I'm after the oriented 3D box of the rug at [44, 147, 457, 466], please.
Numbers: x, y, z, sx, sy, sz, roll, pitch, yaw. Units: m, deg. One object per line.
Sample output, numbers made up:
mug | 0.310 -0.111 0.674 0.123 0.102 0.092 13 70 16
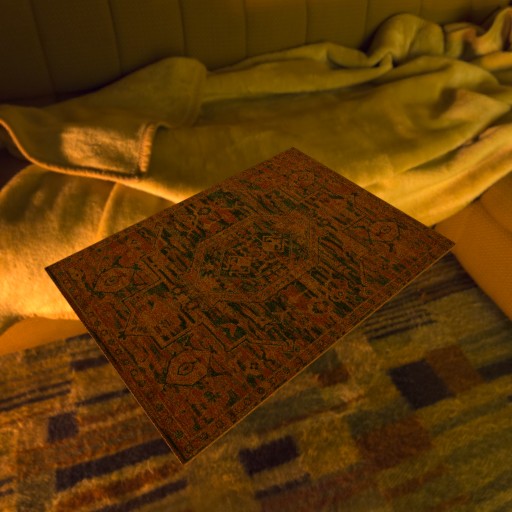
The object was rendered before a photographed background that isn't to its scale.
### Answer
rug | 0.000 0.000 2.904 2.204 0.024 1.588 -31 53 -27
